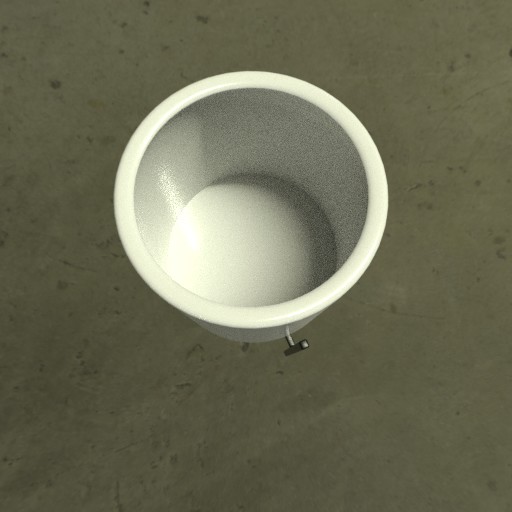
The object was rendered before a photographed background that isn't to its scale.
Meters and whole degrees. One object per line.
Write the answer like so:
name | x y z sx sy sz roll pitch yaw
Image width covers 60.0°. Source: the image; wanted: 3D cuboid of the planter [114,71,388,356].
planter | 0.000 0.000 0.519 0.239 0.356 0.239 -22 77 -5
